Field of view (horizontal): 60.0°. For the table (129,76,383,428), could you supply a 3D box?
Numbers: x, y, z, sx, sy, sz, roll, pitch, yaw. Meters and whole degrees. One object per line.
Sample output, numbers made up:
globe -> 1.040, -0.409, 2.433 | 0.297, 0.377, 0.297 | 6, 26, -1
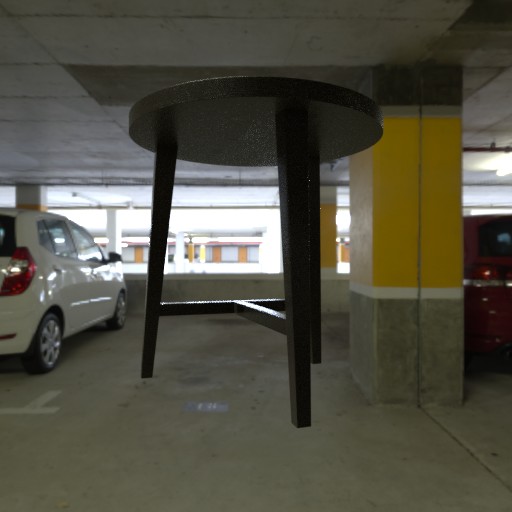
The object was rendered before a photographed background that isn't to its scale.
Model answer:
table -> 0.000, 0.000, 0.904 | 0.500, 0.531, 0.500 | 0, 0, 0
